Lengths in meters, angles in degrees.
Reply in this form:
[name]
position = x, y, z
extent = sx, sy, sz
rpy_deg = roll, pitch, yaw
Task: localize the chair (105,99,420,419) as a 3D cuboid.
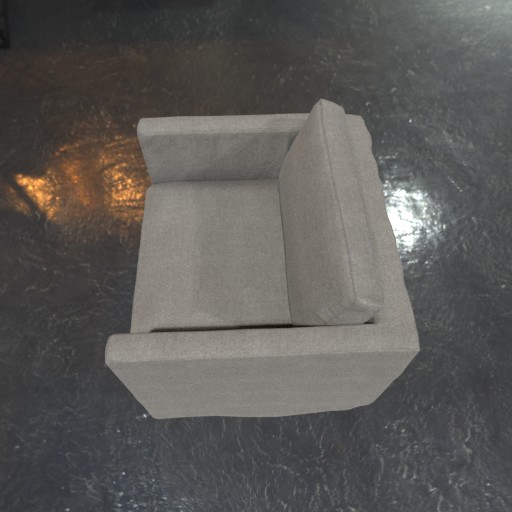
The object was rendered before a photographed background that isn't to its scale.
[chair]
position = 0.000, 0.000, 1.767
extent = 0.949, 0.863, 1.057
rpy_deg = -2, 58, -1
